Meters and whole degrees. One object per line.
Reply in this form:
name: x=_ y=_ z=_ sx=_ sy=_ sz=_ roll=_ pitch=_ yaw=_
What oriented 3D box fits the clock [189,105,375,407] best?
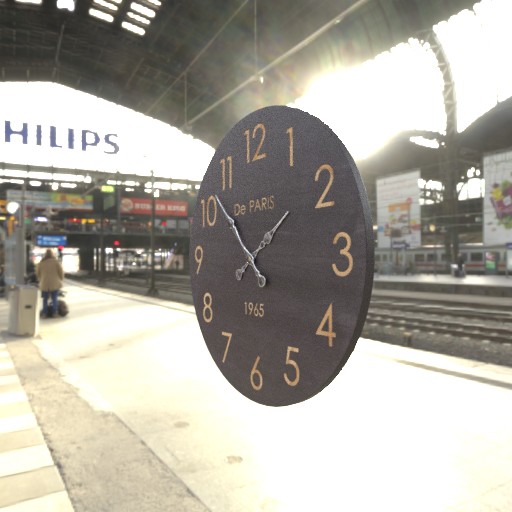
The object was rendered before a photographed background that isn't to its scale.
clock: x=0.000 y=0.000 z=0.910 sx=0.029 sy=0.595 sz=0.595 roll=0 pitch=-1 yaw=-35
